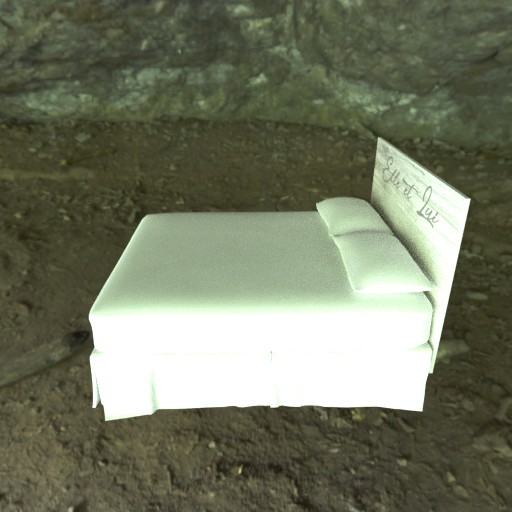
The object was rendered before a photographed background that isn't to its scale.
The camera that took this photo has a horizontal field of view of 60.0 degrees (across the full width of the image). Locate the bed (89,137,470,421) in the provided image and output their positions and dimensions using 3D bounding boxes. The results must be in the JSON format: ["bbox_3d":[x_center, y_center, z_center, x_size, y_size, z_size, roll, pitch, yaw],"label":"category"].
[{"bbox_3d":[0.000,0.000,3.153,2.094,1.335,1.745,-1,26,-1],"label":"bed"}]
